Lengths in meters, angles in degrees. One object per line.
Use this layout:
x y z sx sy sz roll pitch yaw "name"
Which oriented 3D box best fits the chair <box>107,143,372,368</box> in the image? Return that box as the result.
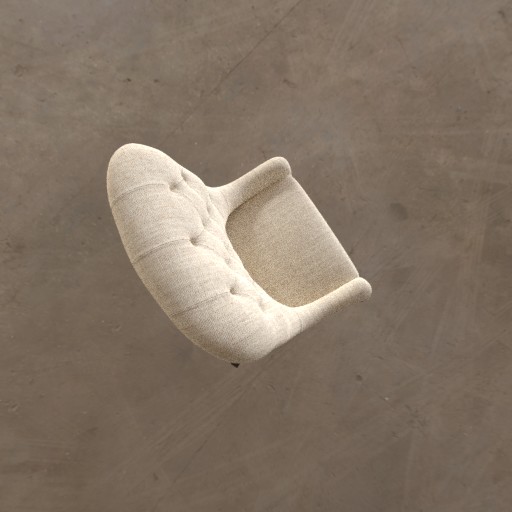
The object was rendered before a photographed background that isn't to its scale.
0.000 0.000 1.513 0.629 1.091 0.634 -30 77 -8 "chair"
